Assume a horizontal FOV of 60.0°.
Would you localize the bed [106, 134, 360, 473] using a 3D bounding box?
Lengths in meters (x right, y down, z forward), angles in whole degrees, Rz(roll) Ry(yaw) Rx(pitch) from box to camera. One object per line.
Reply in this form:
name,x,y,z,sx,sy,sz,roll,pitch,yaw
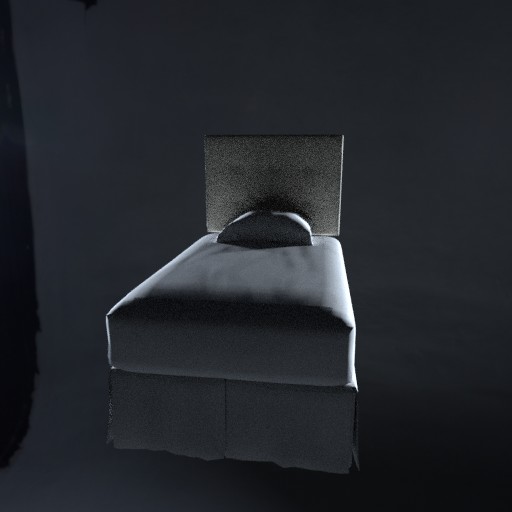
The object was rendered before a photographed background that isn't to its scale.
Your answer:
bed,0.000,0.000,2.887,1.261,1.571,1.997,2,14,8
